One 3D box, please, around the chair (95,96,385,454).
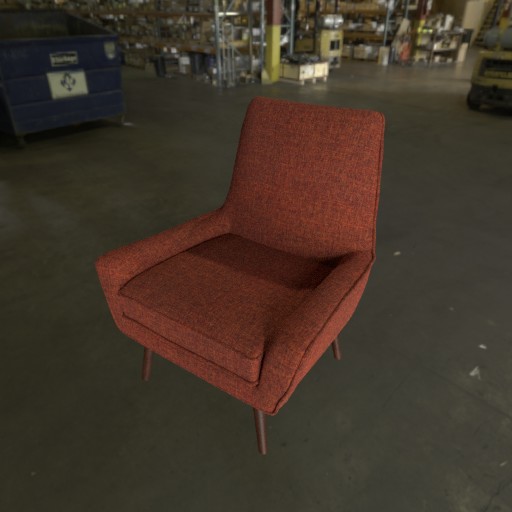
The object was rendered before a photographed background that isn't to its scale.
[{"bbox_3d":[0.000,0.000,1.521,0.803,0.911,0.784,19,35,30],"label":"chair"}]
